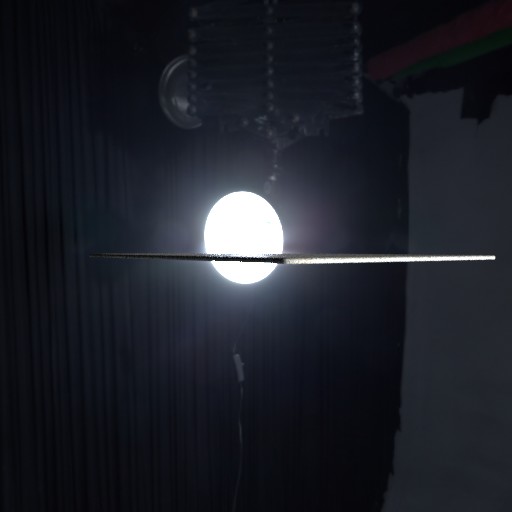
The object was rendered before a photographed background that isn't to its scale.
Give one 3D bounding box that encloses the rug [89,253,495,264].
[{"bbox_3d":[0.000,0.000,3.002,1.539,0.024,2.469,0,1,-36],"label":"rug"}]
